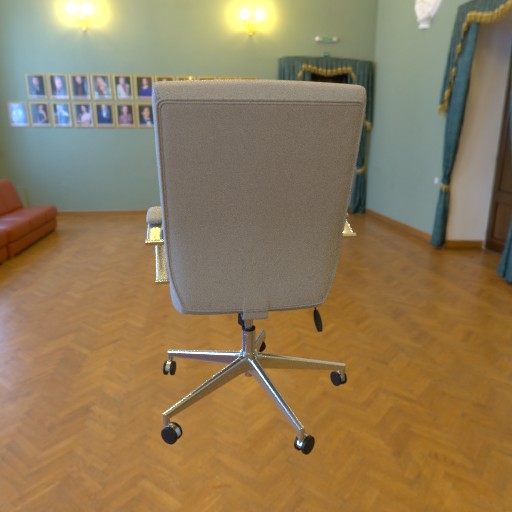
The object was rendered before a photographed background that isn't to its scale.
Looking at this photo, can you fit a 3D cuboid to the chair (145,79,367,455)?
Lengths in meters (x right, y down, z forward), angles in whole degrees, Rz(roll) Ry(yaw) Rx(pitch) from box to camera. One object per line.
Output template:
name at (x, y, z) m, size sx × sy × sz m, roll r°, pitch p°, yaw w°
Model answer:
chair at (0.000, 0.000, 1.564) m, size 0.727 × 1.099 × 0.745 m, roll -2°, pitch 15°, yaw -8°
